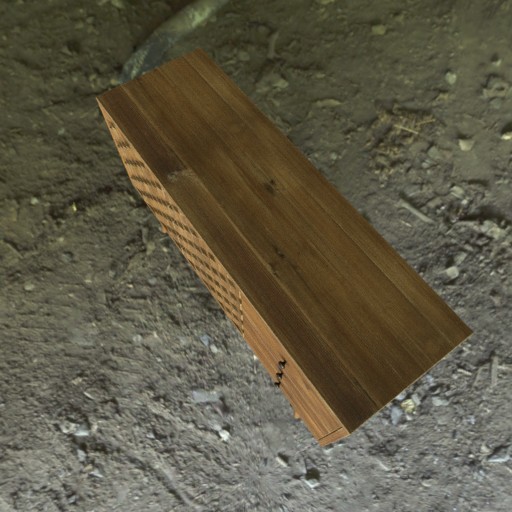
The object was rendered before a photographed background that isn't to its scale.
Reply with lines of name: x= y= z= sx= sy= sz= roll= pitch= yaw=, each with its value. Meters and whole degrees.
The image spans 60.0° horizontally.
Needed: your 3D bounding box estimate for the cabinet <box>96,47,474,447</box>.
cabinet: x=0.000 y=0.000 z=1.766 sx=0.472 sy=0.800 sz=1.400 roll=-33 pitch=68 yaw=-15
